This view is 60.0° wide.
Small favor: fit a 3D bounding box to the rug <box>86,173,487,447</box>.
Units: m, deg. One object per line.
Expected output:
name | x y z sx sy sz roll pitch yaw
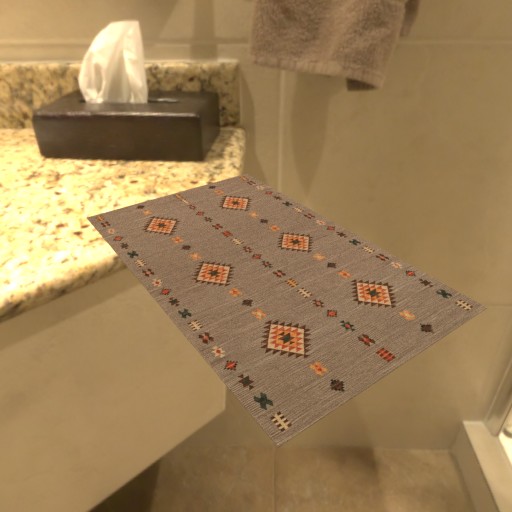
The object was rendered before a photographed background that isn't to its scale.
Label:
rug | 0.000 0.000 2.994 1.515 0.007 2.427 -21 39 -29
